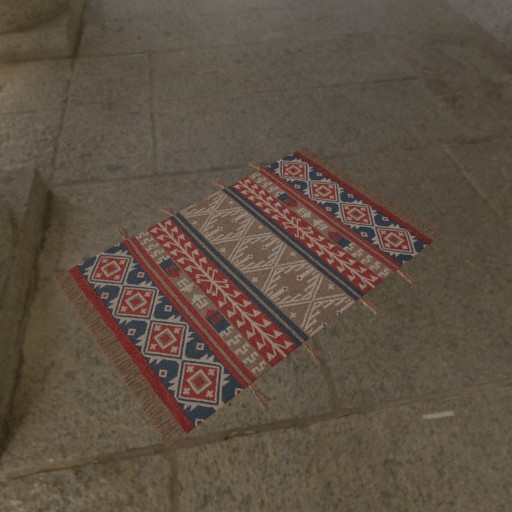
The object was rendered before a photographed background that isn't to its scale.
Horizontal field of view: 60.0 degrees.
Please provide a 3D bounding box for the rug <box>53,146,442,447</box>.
[{"bbox_3d":[0.000,0.000,3.197,2.450,0.048,1.778,-32,56,-25],"label":"rug"}]
